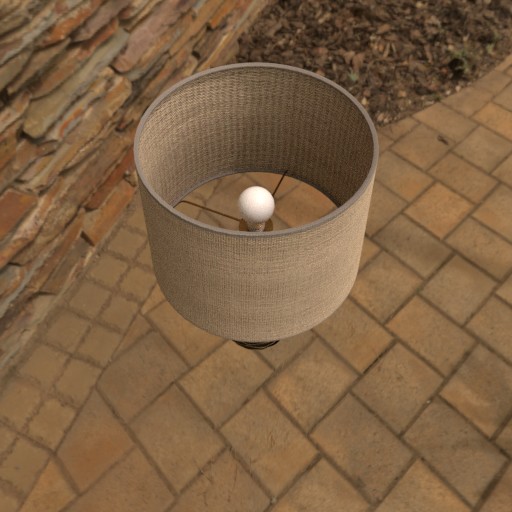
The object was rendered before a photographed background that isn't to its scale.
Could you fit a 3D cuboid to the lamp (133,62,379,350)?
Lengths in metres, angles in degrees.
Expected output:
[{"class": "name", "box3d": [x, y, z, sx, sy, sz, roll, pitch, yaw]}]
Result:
[{"class": "lamp", "box3d": [0.000, 0.000, 0.842, 0.376, 0.594, 0.376, 0, 57, 0]}]
